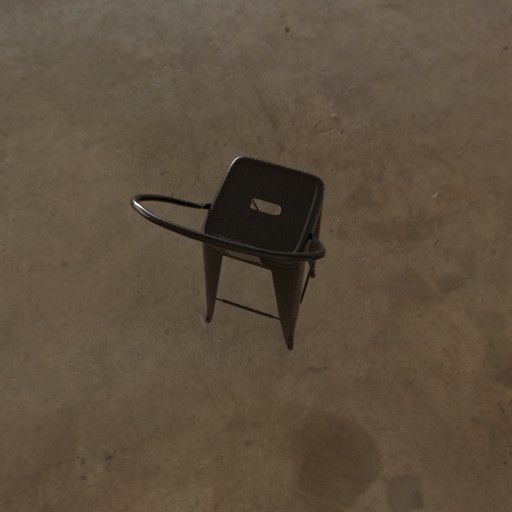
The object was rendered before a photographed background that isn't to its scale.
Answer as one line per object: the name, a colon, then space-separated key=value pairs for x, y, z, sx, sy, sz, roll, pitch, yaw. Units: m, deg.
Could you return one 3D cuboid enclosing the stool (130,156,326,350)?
stool: x=0.000 y=0.000 z=1.366 sx=0.399 sy=1.096 sz=0.513 roll=17 pitch=65 yaw=8
